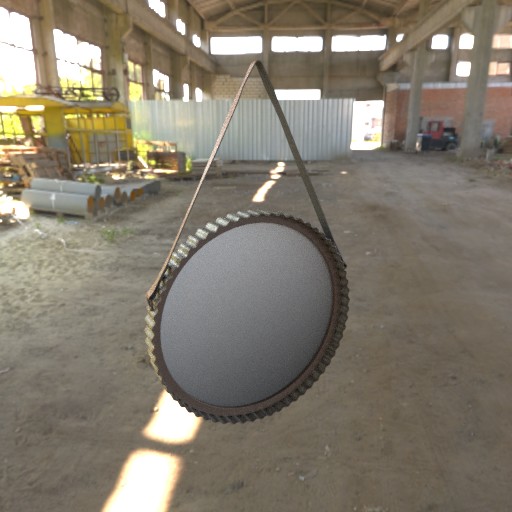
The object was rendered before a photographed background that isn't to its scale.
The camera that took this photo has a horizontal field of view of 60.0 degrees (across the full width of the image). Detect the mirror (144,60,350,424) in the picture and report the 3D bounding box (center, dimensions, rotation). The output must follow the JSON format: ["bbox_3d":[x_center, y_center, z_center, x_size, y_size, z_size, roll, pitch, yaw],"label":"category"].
[{"bbox_3d":[0.000,0.000,0.697,0.355,0.568,0.042,-8,17,-27],"label":"mirror"}]
